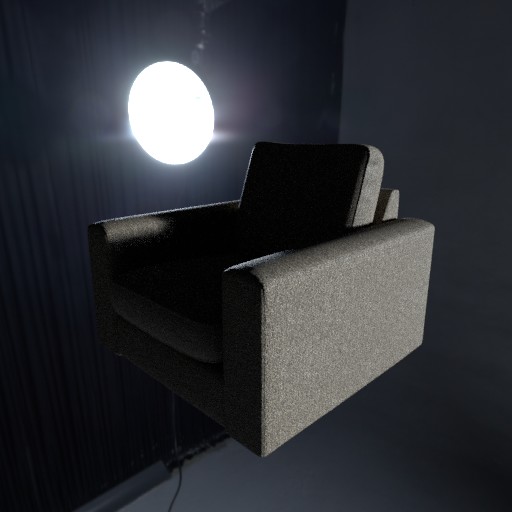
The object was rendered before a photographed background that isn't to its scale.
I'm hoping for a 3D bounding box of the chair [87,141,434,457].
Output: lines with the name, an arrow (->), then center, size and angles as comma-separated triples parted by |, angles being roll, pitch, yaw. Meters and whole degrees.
chair -> 0.000, 0.000, 1.782 | 1.016, 0.873, 1.005 | -15, 22, -43
